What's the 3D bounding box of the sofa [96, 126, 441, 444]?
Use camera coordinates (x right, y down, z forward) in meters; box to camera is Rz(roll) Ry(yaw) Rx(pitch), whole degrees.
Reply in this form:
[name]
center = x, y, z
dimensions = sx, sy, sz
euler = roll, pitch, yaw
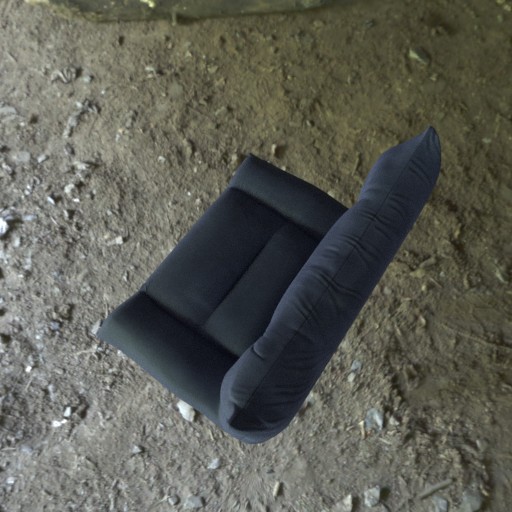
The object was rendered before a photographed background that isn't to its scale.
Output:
[sofa]
center = 0.000, 0.000, 1.654
dimensions = 0.849, 0.778, 1.122
euler = 32, 69, 14
